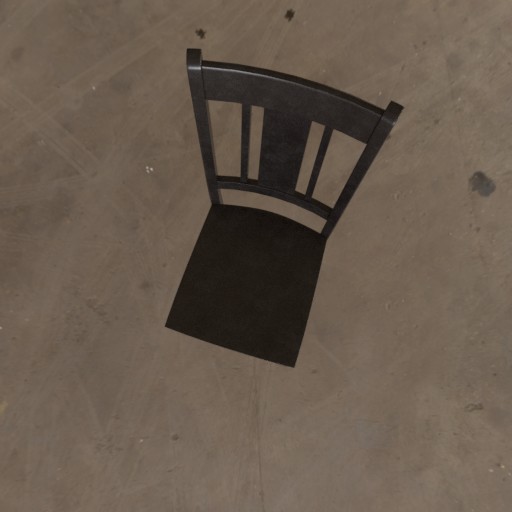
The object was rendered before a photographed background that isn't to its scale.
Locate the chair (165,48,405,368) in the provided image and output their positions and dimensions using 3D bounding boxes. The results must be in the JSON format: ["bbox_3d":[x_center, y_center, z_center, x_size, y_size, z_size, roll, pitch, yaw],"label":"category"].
[{"bbox_3d":[0.000,0.000,1.302,0.450,0.998,0.555,17,77,4],"label":"chair"}]
